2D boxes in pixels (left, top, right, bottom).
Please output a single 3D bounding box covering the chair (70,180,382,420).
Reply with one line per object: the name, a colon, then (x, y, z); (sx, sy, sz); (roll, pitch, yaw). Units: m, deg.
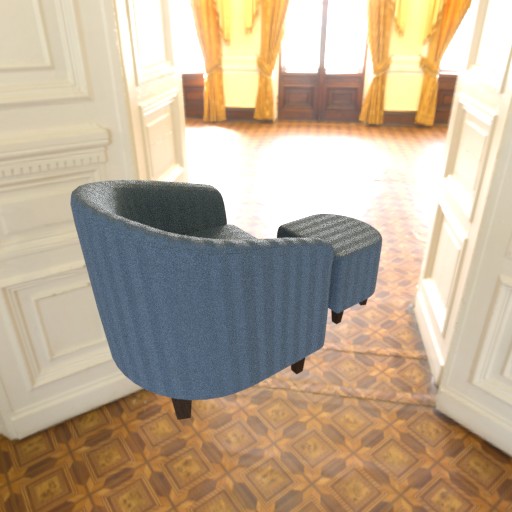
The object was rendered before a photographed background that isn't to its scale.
chair: (0.000, 0.000, 1.772); (1.288, 0.757, 0.756); (-20, 34, -32)
